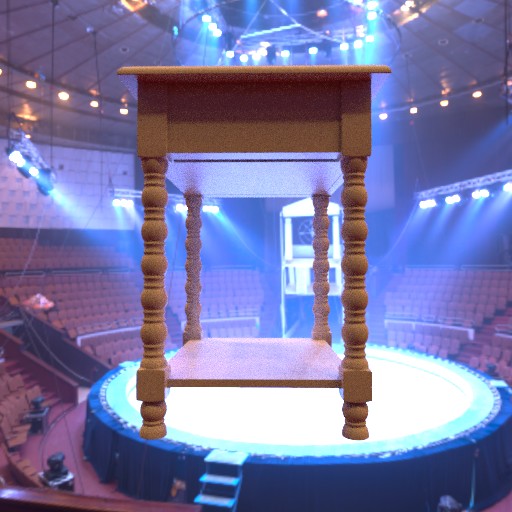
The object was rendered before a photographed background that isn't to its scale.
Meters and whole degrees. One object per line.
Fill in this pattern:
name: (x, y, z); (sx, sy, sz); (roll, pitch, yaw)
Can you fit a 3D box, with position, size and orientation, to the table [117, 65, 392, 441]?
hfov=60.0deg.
table: (0.000, 0.000, 0.836); (0.381, 0.531, 0.460); (0, -2, 1)
